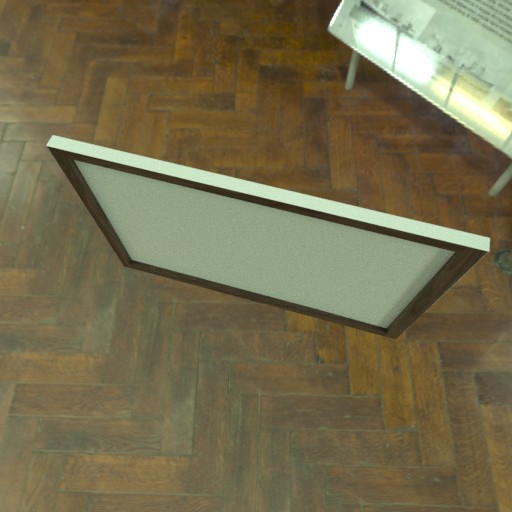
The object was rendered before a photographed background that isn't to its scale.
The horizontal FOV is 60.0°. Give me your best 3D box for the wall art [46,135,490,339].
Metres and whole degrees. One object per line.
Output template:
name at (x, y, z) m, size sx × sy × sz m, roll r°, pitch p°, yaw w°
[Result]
wall art at (0.000, 0.000, 1.933) m, size 1.520 × 1.016 × 0.051 m, roll 14°, pitch 65°, yaw 7°
